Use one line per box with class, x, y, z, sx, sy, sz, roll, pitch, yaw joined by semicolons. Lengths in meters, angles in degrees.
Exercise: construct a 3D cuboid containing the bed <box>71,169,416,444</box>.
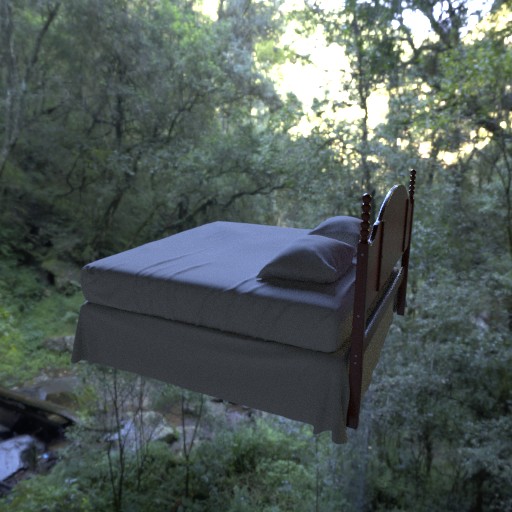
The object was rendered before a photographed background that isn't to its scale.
bed;0.000;0.000;3.663;2.219;1.355;2.322;7;17;25
